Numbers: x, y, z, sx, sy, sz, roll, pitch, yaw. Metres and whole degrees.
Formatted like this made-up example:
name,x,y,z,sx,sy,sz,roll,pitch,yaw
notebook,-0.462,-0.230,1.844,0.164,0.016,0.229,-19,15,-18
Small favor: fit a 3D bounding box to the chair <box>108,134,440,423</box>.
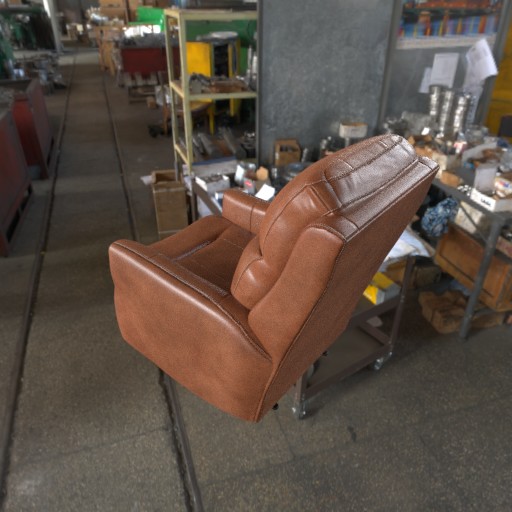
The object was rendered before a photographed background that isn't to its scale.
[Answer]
name,x,y,z,sx,sy,sz,roll,pitch,yaw
chair,0.000,0.000,1.754,1.072,1.016,0.821,22,37,32
